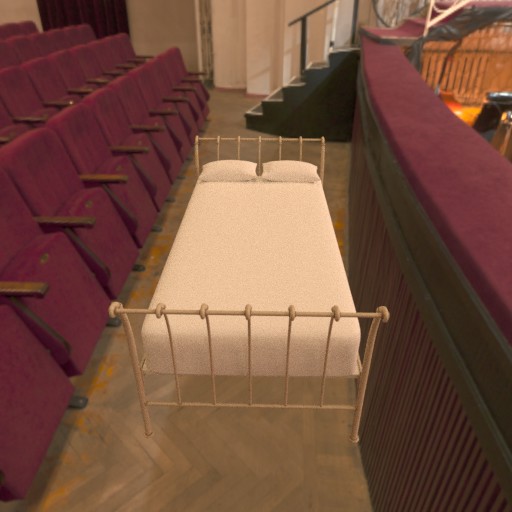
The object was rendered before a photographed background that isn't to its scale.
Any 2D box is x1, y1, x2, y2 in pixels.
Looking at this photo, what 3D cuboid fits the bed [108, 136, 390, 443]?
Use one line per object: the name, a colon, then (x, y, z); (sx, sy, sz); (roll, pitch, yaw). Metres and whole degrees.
bed: (0.000, 0.000, 2.742); (1.032, 0.873, 2.228); (1, 31, 1)
